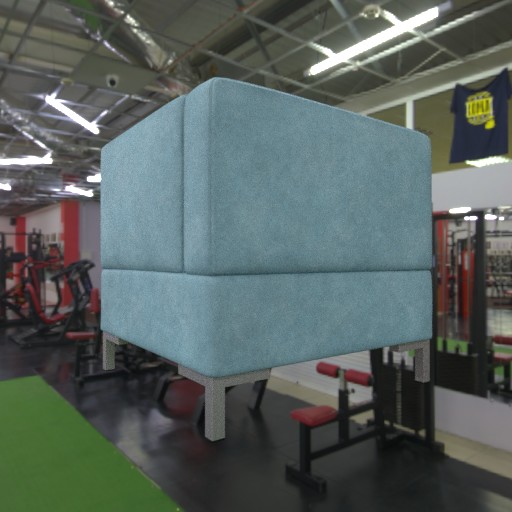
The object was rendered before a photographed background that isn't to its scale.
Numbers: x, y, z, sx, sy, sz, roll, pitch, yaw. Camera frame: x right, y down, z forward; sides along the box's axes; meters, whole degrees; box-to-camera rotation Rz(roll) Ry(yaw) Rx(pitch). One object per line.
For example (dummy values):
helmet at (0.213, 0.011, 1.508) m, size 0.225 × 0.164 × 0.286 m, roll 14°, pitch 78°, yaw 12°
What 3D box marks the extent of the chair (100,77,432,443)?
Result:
chair at (0.000, 0.000, 1.231) m, size 0.691 × 0.660 × 0.684 m, roll 0°, pitch 0°, yaw -36°
